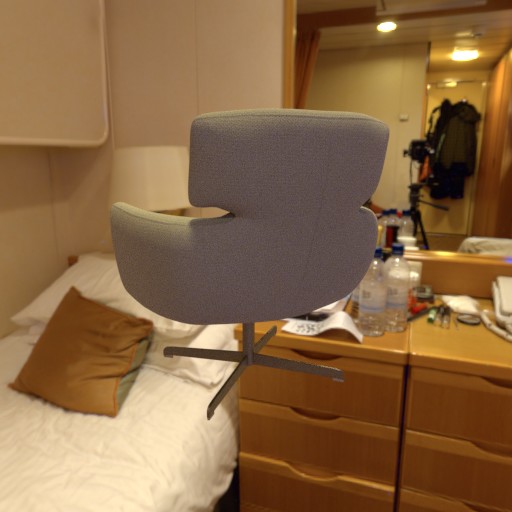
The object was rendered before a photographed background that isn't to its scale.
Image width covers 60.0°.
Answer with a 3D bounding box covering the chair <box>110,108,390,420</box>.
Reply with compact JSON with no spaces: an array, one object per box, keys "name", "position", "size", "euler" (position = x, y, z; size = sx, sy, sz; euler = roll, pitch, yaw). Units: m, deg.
[{"name":"chair","position":[0.000,0.000,1.372],"size":[0.760,0.810,0.730],"euler":[-7,15,-26]}]
